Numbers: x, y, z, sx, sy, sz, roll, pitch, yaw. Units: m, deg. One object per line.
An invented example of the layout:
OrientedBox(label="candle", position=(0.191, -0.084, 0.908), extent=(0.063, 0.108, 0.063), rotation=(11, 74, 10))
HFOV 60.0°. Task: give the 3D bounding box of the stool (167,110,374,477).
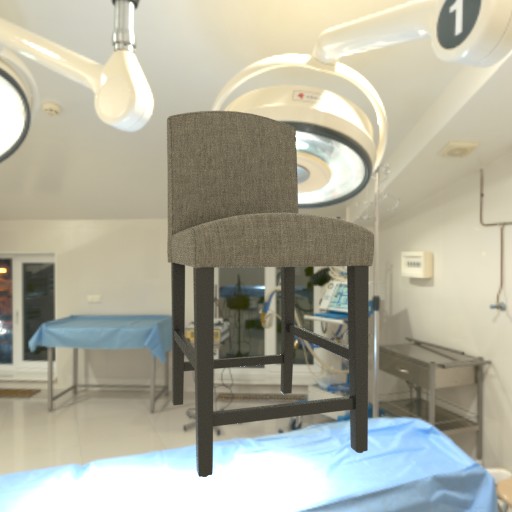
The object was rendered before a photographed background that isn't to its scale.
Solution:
OrientedBox(label="stool", position=(0.000, 0.000, 1.264), extent=(0.451, 0.966, 0.552), rotation=(0, 1, -18))
